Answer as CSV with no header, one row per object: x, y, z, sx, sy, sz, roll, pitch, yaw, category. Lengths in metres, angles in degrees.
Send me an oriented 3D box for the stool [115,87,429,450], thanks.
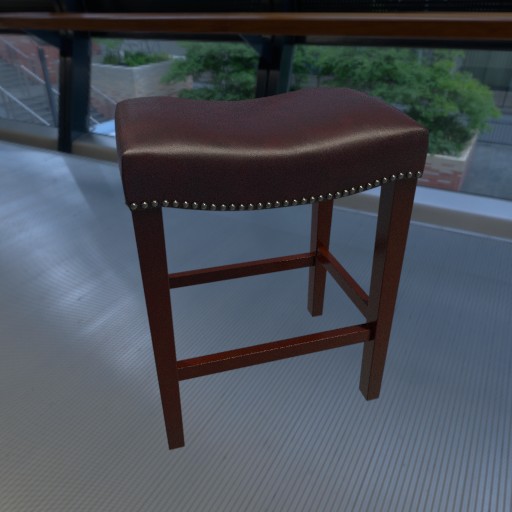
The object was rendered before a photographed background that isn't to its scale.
0.000,0.000,0.967,0.504,0.657,0.372,-9,32,-14,stool
